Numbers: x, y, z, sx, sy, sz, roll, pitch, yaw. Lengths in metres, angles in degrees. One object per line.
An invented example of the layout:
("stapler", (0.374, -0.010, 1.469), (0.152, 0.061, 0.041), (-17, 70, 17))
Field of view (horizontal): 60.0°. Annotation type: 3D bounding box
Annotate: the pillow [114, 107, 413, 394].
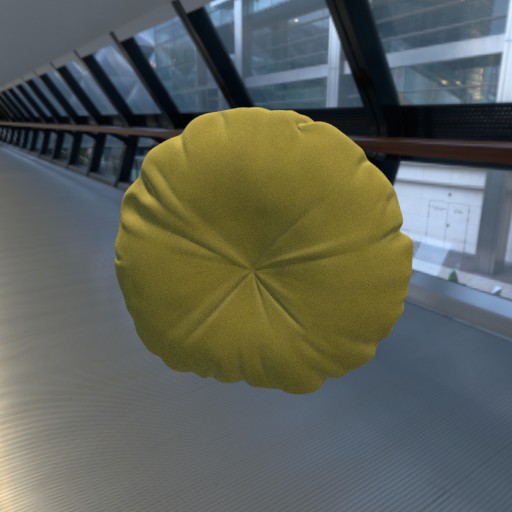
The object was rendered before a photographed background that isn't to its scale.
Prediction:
("pillow", (0.000, 0.000, 0.639), (0.428, 0.407, 0.148), (3, 16, 9))
